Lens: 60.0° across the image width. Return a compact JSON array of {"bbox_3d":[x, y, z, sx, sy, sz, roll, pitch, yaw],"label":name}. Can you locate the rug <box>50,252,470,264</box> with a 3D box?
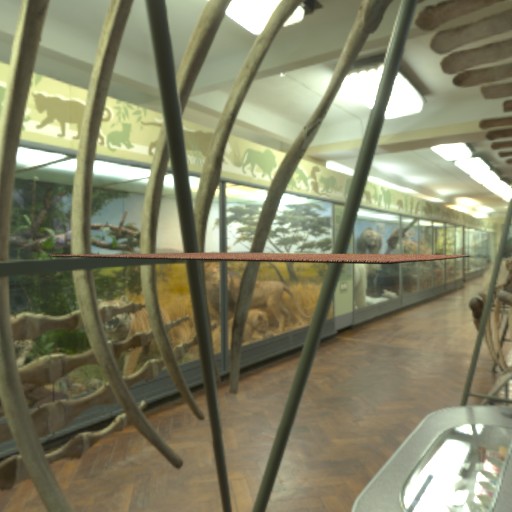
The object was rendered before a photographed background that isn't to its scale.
[{"bbox_3d":[0.000,0.000,2.194,1.747,0.011,1.139,1,1,36],"label":"rug"}]
